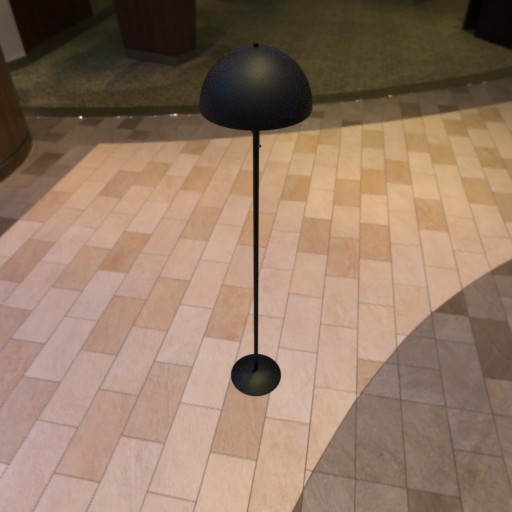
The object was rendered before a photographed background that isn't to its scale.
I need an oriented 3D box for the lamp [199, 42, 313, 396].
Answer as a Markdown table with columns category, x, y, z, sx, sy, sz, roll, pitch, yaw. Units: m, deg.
| category | x | y | z | sx | sy | sz | roll | pitch | yaw |
| --- | --- | --- | --- | --- | --- | --- | --- | --- | --- |
| lamp | 0.000 | 0.000 | 1.655 | 0.328 | 1.480 | 0.328 | -24 | 46 | -26 |
